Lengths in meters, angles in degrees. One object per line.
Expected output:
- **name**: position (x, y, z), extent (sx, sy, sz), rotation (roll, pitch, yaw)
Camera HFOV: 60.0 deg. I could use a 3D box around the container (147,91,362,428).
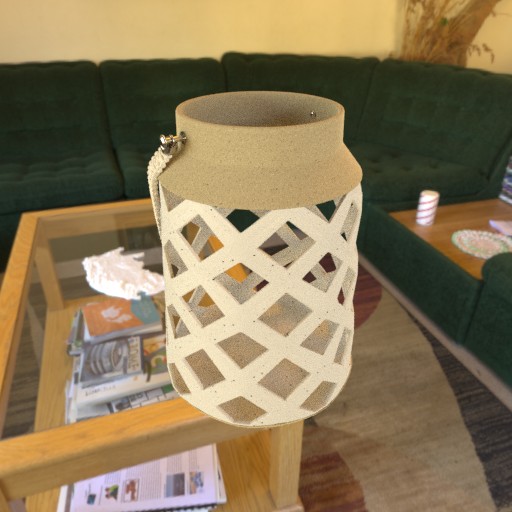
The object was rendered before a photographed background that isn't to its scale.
- **container**: position (0.000, 0.000, 0.348), extent (0.163, 0.229, 0.172), rotation (-20, 36, -30)
